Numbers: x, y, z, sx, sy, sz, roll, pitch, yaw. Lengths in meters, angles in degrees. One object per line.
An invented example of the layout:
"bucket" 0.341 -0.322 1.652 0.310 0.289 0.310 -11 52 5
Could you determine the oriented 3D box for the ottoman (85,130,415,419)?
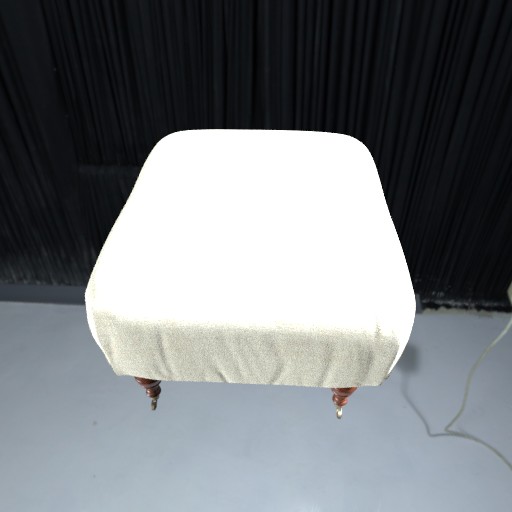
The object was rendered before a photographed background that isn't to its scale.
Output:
"ottoman" 0.000 0.000 1.134 0.622 0.450 0.747 2 40 2
